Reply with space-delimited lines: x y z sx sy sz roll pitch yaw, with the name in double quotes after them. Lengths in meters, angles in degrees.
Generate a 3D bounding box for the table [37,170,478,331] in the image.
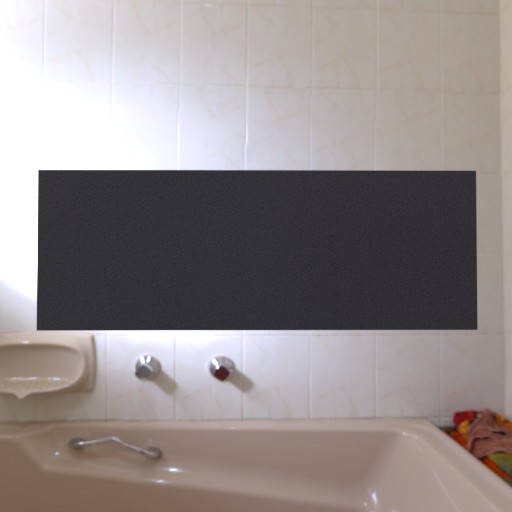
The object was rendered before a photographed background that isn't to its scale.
0.000 0.000 1.208 0.801 0.299 0.801 0 -1 -1 "table"
